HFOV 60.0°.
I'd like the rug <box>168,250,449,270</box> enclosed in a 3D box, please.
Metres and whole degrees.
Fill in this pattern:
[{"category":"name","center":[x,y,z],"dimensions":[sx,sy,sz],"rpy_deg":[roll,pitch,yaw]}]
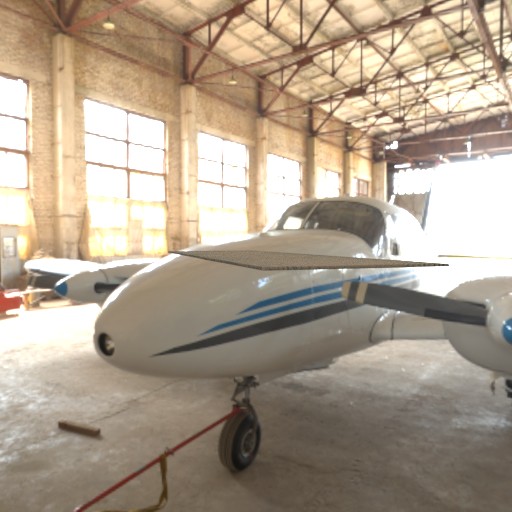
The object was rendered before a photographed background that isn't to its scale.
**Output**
[{"category":"rug","center":[0.000,0.000,2.760],"dimensions":[0.775,0.012,2.452],"rpy_deg":[-1,2,-19]}]
